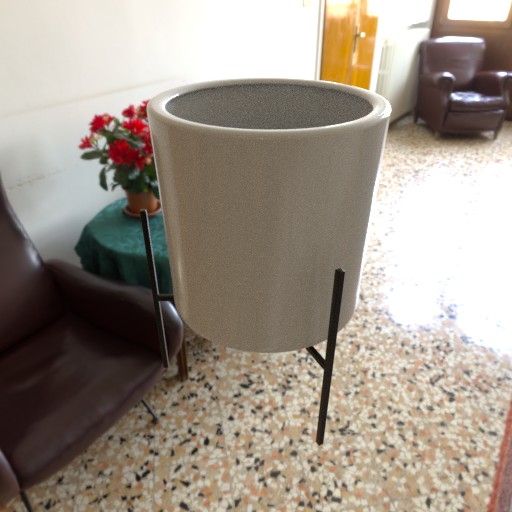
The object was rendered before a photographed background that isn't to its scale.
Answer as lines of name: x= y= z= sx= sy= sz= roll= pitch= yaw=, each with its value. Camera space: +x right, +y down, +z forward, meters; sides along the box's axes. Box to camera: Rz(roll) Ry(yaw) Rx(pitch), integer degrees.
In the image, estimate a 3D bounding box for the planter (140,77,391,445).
planter: x=0.000 y=0.000 z=0.629 sx=0.308 sy=0.431 sz=0.307 roll=-1 pitch=32 yaw=-1
